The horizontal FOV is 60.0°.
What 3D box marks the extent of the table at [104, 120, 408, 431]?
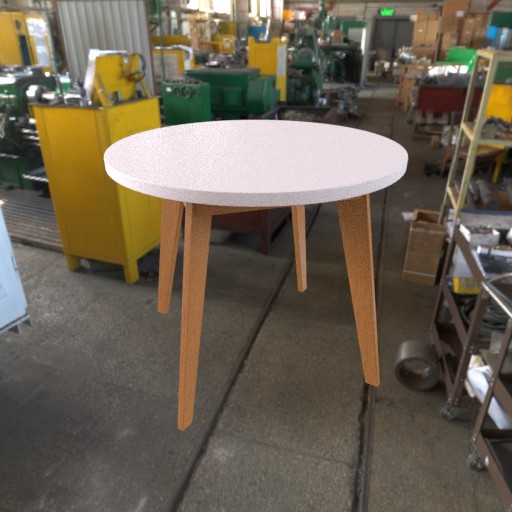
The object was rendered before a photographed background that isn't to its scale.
[{"bbox_3d":[0.000,0.000,1.537,0.896,0.762,0.896,0,27,0],"label":"table"}]
